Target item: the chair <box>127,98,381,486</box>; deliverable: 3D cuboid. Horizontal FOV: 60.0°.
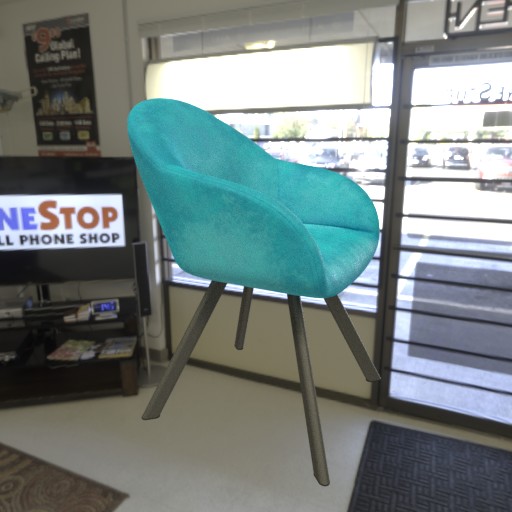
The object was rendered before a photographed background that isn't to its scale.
[{"bbox_3d":[0.000,0.000,1.149,0.590,0.795,0.550,8,16,27],"label":"chair"}]
